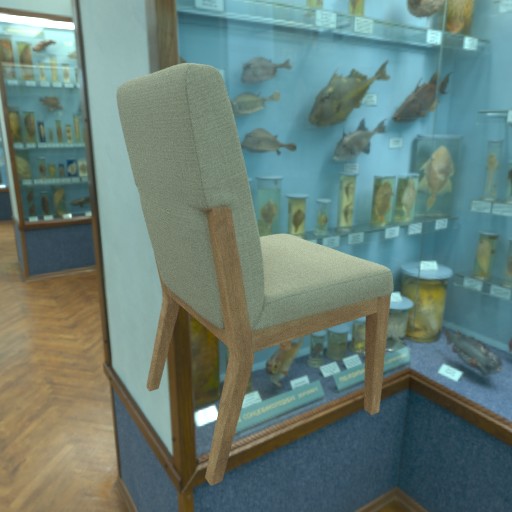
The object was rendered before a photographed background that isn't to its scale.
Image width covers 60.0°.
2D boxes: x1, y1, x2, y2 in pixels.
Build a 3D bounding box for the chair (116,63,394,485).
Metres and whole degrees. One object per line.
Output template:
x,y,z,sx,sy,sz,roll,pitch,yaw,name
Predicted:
0.000,0.000,1.225,0.586,0.911,0.507,-9,18,-30,chair
